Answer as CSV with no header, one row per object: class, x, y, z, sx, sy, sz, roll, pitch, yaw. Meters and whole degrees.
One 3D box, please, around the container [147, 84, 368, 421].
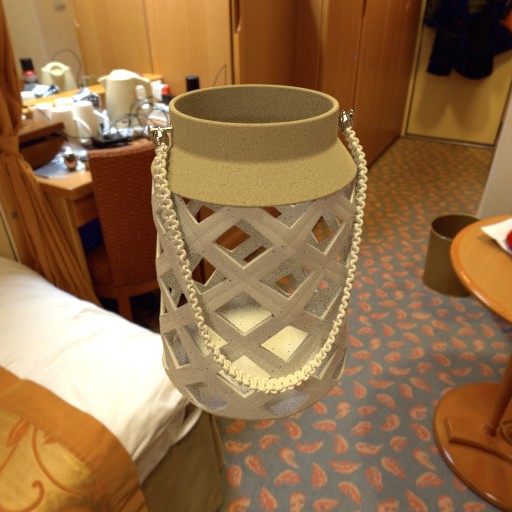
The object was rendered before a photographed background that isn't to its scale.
container,0.000,0.000,0.394,0.188,0.264,0.198,-9,33,-14
